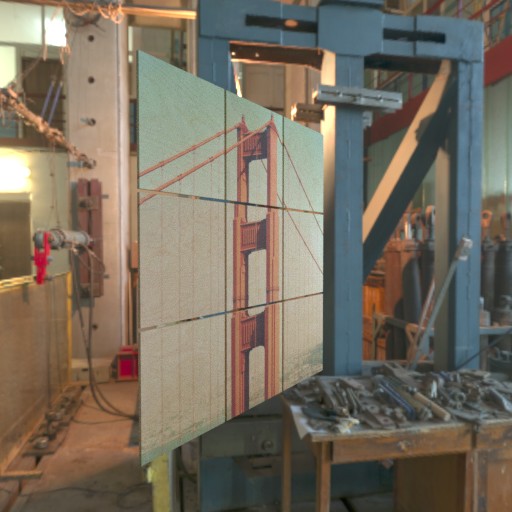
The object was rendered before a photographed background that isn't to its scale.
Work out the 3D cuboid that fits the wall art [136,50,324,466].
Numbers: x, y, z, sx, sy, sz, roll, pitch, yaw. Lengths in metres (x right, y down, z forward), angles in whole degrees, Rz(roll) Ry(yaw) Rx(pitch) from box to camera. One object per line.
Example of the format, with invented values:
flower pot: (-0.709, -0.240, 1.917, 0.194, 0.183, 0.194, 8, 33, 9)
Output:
wall art: (0.000, 0.000, 2.247, 0.013, 1.523, 1.517, 1, 2, 34)
